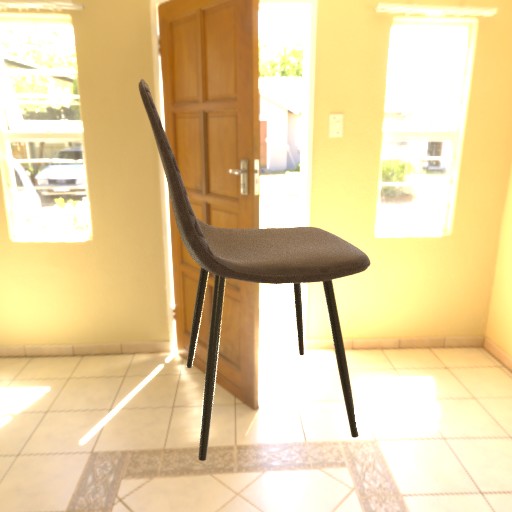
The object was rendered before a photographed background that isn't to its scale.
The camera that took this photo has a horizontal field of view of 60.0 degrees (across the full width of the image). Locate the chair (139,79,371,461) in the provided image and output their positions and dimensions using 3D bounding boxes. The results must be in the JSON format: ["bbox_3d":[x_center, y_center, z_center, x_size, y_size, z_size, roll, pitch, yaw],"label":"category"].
[{"bbox_3d":[0.000,0.000,1.215,0.561,0.889,0.472,-3,16,-12],"label":"chair"}]
